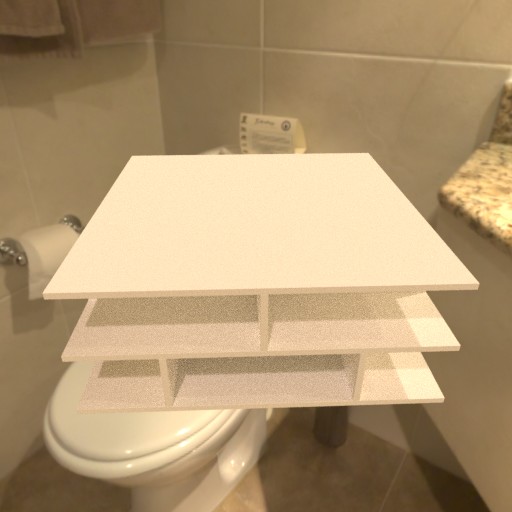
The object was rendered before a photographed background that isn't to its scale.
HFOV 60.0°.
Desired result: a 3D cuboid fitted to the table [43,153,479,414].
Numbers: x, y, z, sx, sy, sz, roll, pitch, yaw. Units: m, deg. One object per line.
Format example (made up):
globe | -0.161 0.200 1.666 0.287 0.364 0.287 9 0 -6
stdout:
table | 0.000 0.000 1.083 0.700 0.289 0.700 -1 30 -2
